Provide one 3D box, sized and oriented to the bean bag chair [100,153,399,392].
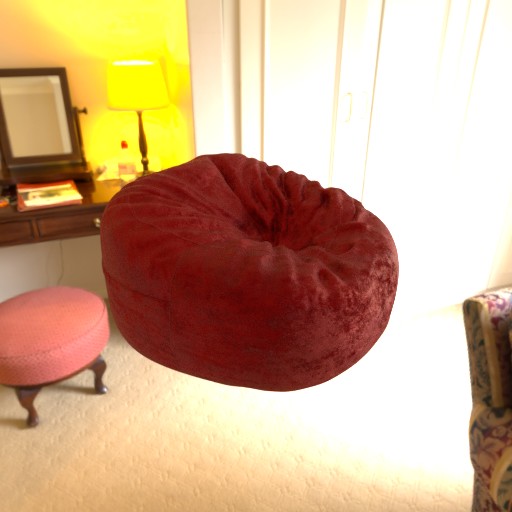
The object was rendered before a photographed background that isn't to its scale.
[{"bbox_3d":[0.000,0.000,2.460,1.524,0.878,1.524,16,31,30],"label":"bean bag chair"}]
